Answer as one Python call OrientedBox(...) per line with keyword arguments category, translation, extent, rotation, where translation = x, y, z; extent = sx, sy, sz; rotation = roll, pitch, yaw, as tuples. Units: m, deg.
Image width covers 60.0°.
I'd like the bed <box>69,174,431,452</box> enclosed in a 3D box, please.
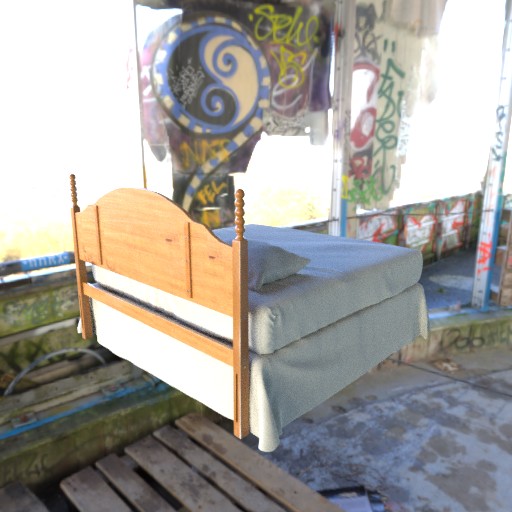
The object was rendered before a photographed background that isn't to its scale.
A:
OrientedBox(category="bed", translation=(0.000, 0.000, 3.672), extent=(2.322, 1.355, 2.219), rotation=(13, 19, 43))
